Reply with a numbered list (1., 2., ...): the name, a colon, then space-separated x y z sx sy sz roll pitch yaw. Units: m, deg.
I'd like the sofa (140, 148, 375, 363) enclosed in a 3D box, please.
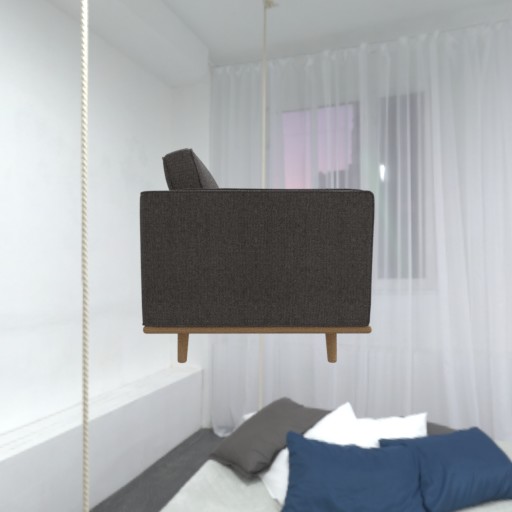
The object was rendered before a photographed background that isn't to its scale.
1. sofa: 0.000 0.000 2.782 0.903 0.899 2.362 0 -1 0
